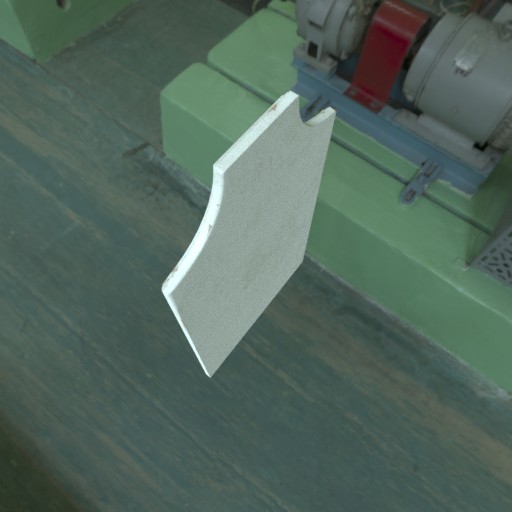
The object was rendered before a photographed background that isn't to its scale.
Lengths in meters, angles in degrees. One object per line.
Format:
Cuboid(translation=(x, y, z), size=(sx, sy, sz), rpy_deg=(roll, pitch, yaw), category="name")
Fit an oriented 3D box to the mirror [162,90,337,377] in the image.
Cuboid(translation=(0.000, 0.000, 0.858), size=(0.022, 0.717, 0.403), rpy_deg=(35, 69, 15), category="mirror")
